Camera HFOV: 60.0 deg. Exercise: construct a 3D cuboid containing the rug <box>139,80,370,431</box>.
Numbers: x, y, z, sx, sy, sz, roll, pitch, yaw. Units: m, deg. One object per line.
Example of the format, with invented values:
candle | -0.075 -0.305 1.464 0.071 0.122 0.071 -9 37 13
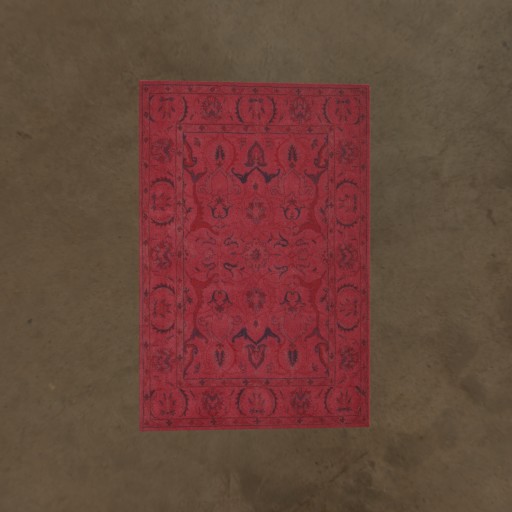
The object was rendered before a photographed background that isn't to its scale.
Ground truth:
rug | 0.000 0.000 2.318 1.209 0.008 1.814 0 90 -3
